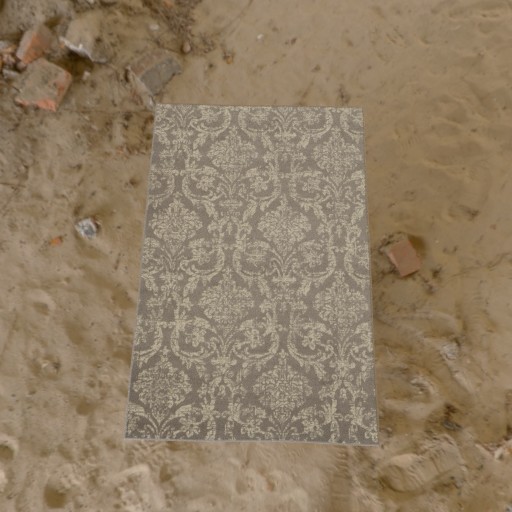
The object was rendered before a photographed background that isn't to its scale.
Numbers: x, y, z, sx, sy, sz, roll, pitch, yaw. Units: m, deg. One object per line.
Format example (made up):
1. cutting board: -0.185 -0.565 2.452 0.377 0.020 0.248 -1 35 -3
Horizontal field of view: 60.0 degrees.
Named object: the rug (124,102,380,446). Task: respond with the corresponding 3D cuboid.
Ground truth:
1. rug: 0.000 0.000 3.508 1.819 0.018 2.746 1 74 0
